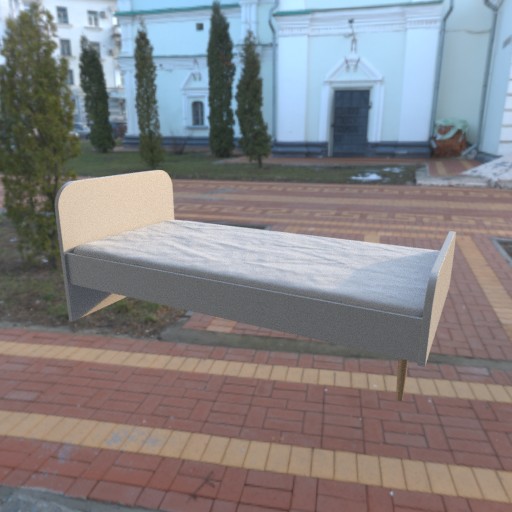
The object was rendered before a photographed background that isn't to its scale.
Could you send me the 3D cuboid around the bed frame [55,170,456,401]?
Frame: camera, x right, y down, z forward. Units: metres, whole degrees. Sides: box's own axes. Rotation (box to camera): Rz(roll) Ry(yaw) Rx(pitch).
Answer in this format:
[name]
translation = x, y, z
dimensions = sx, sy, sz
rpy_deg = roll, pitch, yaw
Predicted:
[bed frame]
translation = 0.000, 0.000, 2.485
dimensions = 1.963, 0.805, 0.998
rpy_deg = 8, 18, 26
